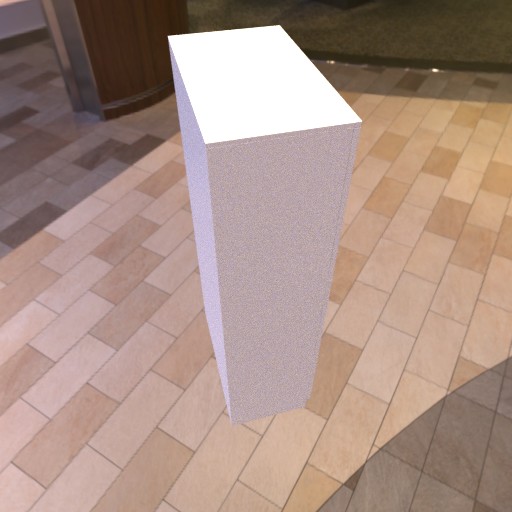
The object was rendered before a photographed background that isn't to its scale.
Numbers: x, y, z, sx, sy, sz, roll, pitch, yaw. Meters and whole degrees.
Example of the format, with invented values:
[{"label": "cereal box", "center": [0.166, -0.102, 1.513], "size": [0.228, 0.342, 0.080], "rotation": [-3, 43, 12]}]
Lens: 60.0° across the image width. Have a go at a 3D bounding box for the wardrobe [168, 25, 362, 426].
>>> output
[{"label": "wardrobe", "center": [0.000, 0.000, 2.033], "size": [0.470, 1.700, 0.760], "rotation": [-11, 47, -10]}]
